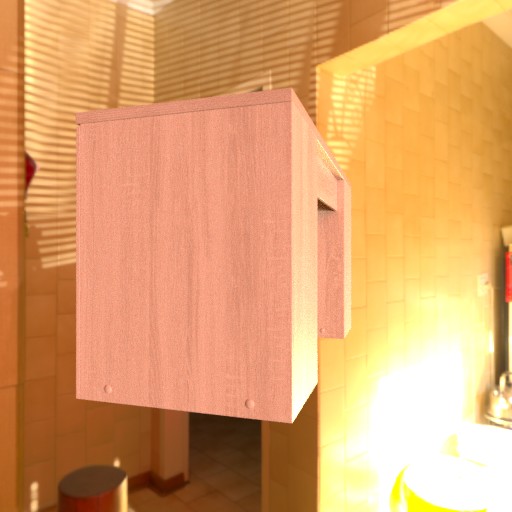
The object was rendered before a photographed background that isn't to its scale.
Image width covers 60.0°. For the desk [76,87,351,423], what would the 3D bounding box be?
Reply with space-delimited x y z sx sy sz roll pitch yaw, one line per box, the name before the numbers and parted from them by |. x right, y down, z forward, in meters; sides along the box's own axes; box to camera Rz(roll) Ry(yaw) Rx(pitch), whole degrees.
desk | 0.000 0.000 1.725 0.600 0.740 1.390 0 0 17
